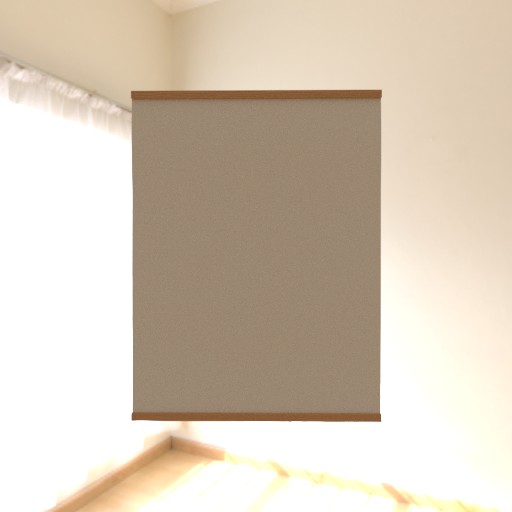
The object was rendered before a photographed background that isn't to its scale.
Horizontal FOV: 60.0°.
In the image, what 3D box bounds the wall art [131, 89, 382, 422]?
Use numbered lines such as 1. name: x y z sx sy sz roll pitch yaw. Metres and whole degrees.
1. wall art: 0.000 0.000 0.816 0.458 0.605 0.011 0 0 1
